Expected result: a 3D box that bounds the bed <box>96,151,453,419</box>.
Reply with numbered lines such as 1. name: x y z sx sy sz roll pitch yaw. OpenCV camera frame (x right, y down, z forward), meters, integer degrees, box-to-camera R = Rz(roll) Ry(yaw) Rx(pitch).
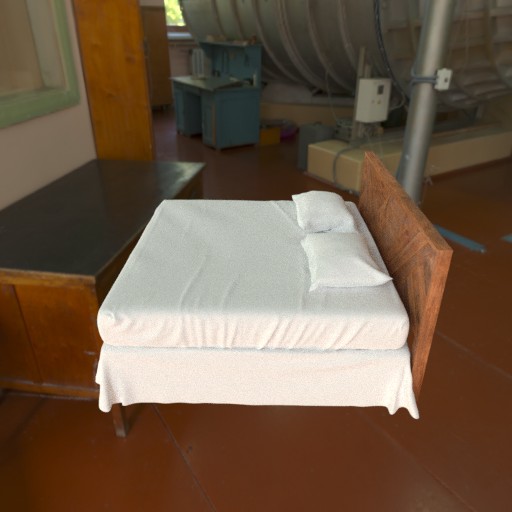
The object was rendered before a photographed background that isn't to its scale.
1. bed: 0.000 0.000 3.517 2.165 1.158 2.255 1 28 1
